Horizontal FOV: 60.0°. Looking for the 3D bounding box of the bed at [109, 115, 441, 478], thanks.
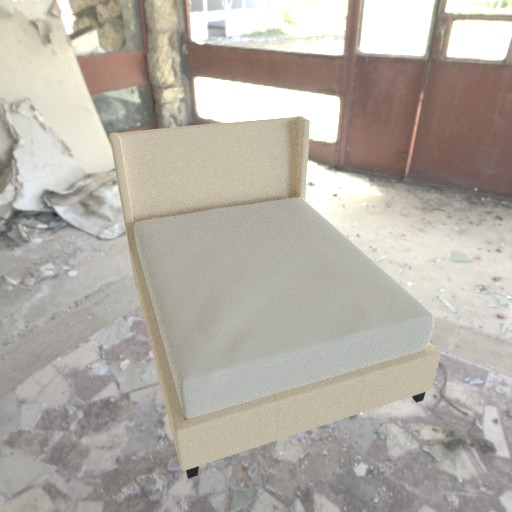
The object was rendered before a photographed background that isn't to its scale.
[{"bbox_3d":[0.000,0.000,3.405,1.765,1.471,2.280,-11,33,-17],"label":"bed"}]
